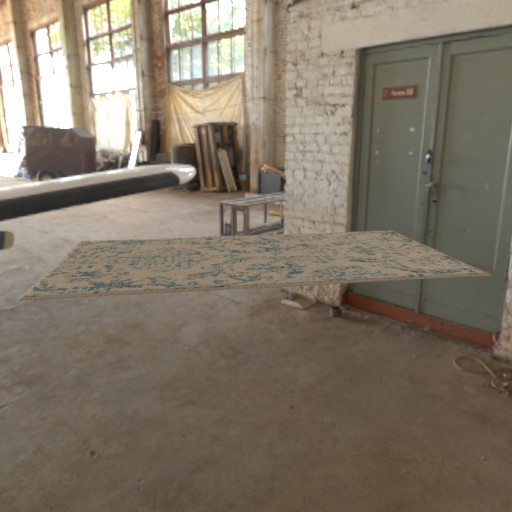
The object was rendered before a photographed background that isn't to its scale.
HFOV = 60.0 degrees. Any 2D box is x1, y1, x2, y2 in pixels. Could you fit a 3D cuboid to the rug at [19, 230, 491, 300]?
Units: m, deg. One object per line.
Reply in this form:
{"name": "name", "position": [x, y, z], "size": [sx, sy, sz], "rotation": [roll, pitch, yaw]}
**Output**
{"name": "rug", "position": [0.000, 0.000, 1.416], "size": [1.220, 0.007, 0.605], "rotation": [-2, 15, -9]}
